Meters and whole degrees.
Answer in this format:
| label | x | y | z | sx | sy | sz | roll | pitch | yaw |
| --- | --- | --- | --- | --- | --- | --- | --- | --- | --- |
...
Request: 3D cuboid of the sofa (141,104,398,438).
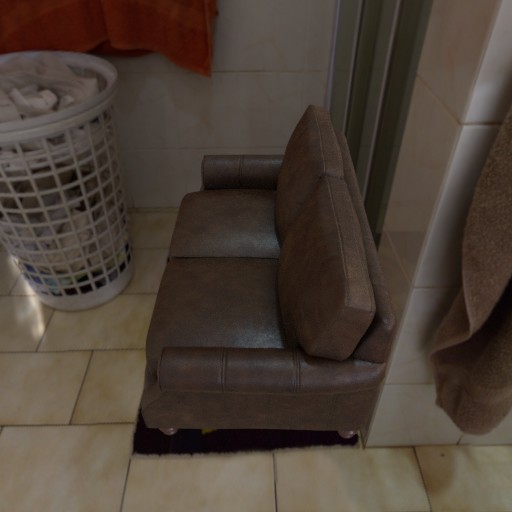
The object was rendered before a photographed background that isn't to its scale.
| label | x | y | z | sx | sy | sz | roll | pitch | yaw |
| --- | --- | --- | --- | --- | --- | --- | --- | --- | --- |
| sofa | 0.000 | 0.000 | 2.219 | 0.990 | 0.976 | 1.616 | 1 | 42 | 1 |
